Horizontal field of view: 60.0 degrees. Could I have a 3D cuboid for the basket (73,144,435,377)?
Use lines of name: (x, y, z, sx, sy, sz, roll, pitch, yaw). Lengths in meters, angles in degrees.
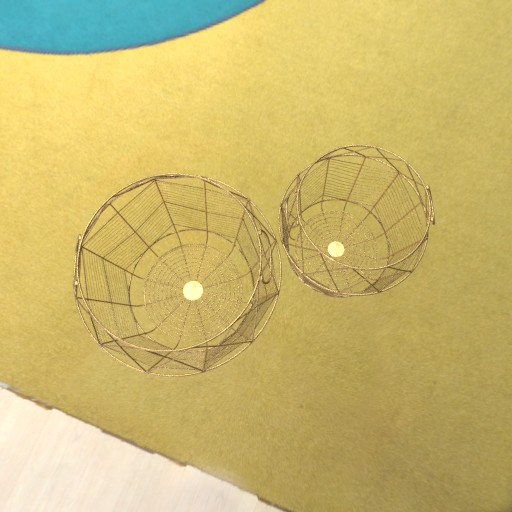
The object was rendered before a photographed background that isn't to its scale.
basket: (0.000, 0.000, 1.047, 0.805, 0.343, 0.451, -16, 75, -4)
